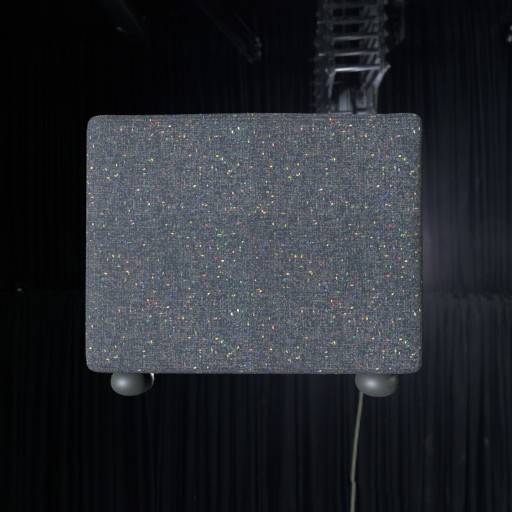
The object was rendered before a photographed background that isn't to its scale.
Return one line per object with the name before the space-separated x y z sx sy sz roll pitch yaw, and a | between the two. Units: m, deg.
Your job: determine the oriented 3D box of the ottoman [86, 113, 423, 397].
ottoman | 0.000 0.000 0.884 0.508 0.432 0.508 0 -1 1
